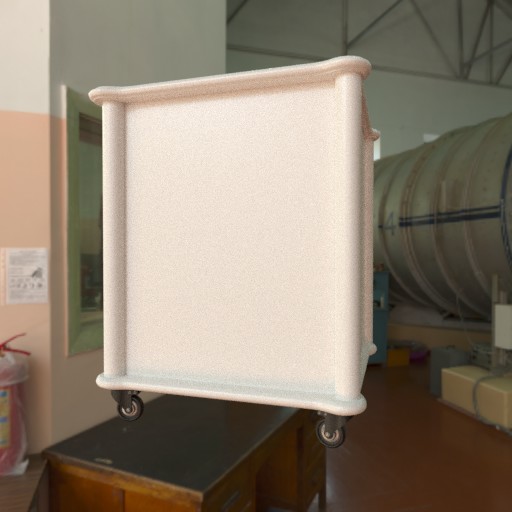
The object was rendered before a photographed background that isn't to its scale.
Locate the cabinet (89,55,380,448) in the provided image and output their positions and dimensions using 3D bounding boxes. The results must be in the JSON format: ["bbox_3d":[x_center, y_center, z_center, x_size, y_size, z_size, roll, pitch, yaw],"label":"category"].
[{"bbox_3d":[0.000,0.000,1.198,0.627,0.761,0.628,0,1,17],"label":"cabinet"}]
